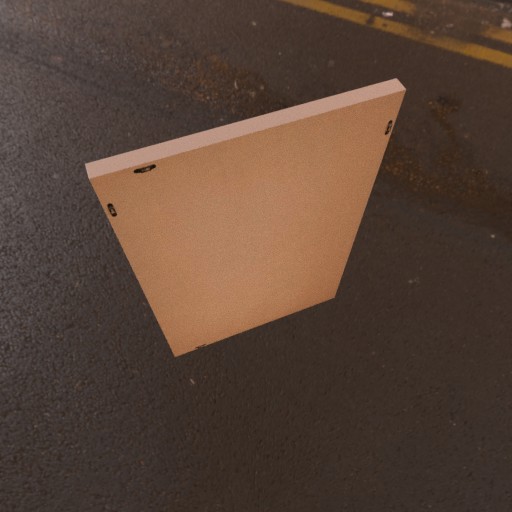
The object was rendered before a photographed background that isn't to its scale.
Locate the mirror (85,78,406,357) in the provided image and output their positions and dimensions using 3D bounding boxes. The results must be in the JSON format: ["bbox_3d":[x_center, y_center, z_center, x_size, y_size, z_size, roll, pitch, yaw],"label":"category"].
[{"bbox_3d":[0.000,0.000,1.192,0.609,0.915,0.041,-19,61,-11],"label":"mirror"}]
